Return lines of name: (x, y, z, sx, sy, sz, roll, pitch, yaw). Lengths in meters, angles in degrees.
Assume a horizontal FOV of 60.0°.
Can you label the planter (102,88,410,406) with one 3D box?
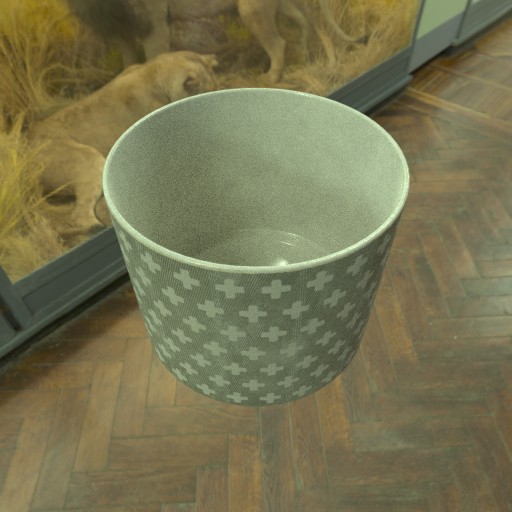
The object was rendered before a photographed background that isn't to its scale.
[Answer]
planter: (0.000, 0.000, 0.346, 0.190, 0.181, 0.190, 0, 47, 0)
